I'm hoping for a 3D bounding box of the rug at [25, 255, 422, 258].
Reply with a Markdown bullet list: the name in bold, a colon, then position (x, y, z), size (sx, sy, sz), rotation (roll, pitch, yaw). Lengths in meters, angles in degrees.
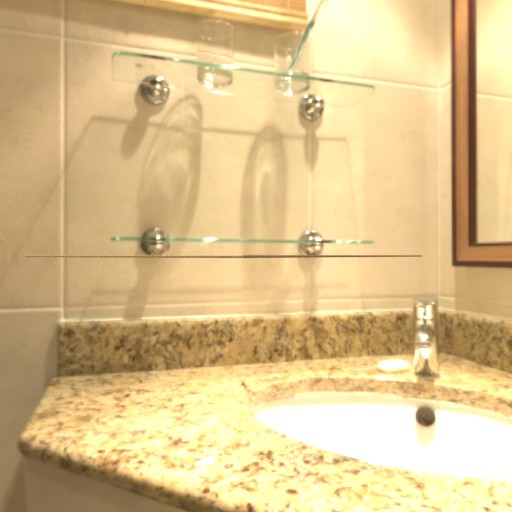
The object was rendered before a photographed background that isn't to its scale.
- **rug**: position (0.000, 0.000, 2.368), size (1.236, 0.009, 1.839), rotation (0, 0, 36)
